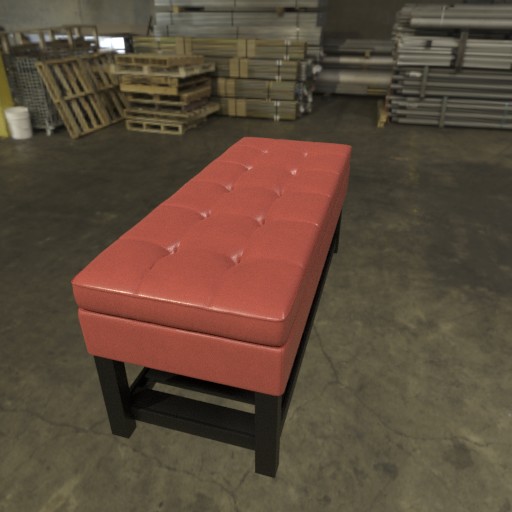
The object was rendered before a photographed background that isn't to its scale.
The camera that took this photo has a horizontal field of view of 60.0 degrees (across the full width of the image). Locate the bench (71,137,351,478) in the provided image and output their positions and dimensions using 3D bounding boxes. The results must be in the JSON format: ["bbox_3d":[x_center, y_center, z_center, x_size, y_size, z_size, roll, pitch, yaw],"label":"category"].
[{"bbox_3d":[0.000,0.000,1.348,0.432,0.460,1.105,8,31,14],"label":"bench"}]
